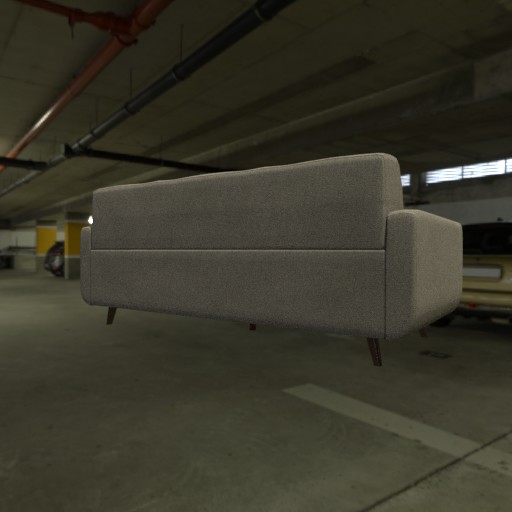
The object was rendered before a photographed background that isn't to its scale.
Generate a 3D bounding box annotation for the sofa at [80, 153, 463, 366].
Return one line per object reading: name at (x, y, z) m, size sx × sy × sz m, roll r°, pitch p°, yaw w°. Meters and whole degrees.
sofa at (0.000, 0.000, 2.522) m, size 2.029 × 0.841 × 0.909 m, roll 1°, pitch 1°, yaw 35°
